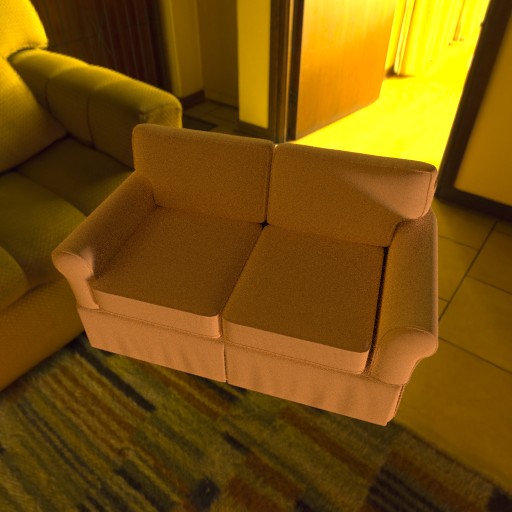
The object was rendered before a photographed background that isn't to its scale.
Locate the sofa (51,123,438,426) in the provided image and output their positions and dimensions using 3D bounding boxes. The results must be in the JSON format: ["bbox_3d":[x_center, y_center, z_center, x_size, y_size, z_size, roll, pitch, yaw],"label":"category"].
[{"bbox_3d":[0.000,0.000,2.287,1.727,0.940,0.991,11,42,13],"label":"sofa"}]
